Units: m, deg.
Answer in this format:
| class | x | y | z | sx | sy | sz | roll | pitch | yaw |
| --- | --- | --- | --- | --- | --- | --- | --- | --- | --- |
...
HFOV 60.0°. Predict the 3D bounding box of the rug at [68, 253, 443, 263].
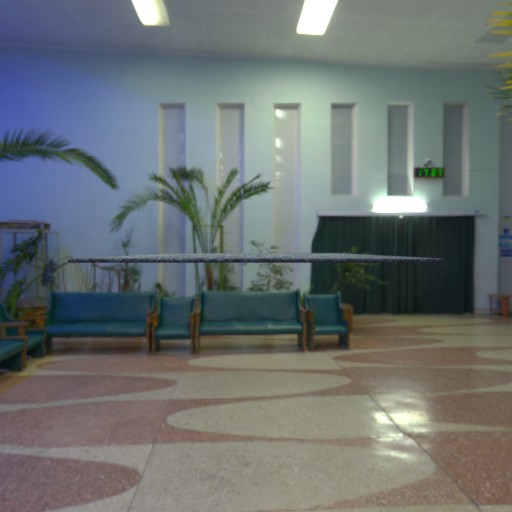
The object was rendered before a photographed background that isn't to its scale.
| class | x | y | z | sx | sy | sz | roll | pitch | yaw |
| --- | --- | --- | --- | --- | --- | --- | --- | --- | --- |
| rug | 0.000 | 0.000 | 2.902 | 1.478 | 0.017 | 2.330 | 0 | 1 | 0 |
